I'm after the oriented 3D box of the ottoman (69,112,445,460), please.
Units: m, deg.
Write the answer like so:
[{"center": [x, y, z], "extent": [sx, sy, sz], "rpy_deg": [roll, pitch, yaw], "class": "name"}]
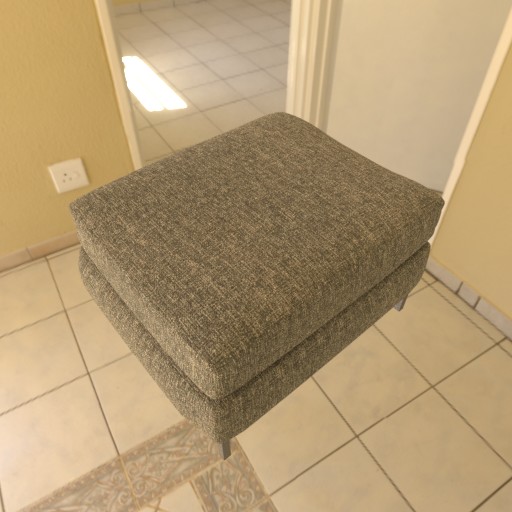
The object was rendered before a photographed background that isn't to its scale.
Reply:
[{"center": [0.000, 0.000, 1.259], "extent": [0.828, 0.480, 0.683], "rpy_deg": [-32, 54, -27], "class": "ottoman"}]
